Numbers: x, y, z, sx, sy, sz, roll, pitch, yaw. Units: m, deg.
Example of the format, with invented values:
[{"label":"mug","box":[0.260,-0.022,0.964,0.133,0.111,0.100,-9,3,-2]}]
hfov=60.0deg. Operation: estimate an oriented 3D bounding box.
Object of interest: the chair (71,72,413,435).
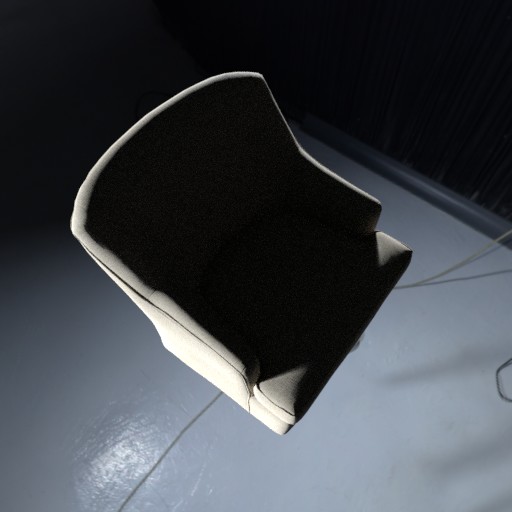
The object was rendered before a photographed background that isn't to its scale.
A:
[{"label":"chair","box":[0.000,0.000,1.627,0.923,0.856,0.864,34,65,18]}]
